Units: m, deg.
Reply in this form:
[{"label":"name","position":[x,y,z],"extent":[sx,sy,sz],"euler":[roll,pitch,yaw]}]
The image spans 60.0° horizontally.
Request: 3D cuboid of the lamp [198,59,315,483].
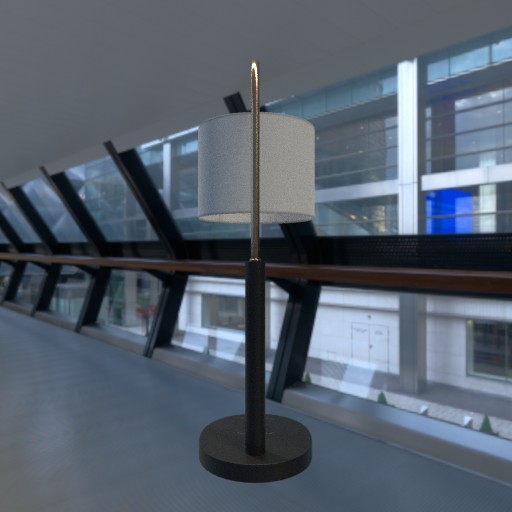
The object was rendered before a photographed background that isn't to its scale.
[{"label":"lamp","position":[0.000,0.000,0.695],"extent":[0.199,0.540,0.337],"euler":[0,0,0]}]
